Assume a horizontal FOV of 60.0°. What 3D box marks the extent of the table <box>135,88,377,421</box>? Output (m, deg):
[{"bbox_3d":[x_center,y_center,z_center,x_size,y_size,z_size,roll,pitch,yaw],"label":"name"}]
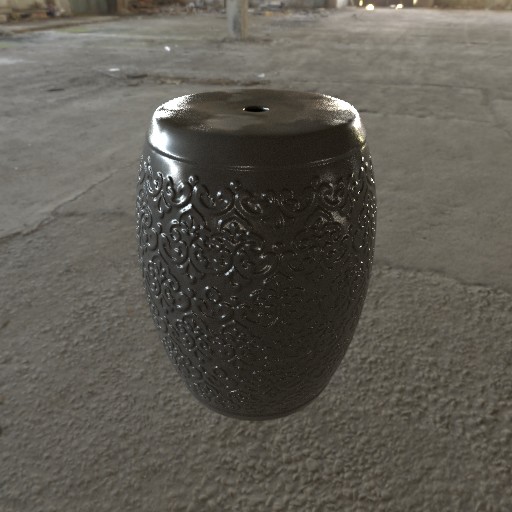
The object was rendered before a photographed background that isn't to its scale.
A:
[{"bbox_3d":[0.000,0.000,0.608,0.309,0.397,0.309,0,31,0],"label":"table"}]
